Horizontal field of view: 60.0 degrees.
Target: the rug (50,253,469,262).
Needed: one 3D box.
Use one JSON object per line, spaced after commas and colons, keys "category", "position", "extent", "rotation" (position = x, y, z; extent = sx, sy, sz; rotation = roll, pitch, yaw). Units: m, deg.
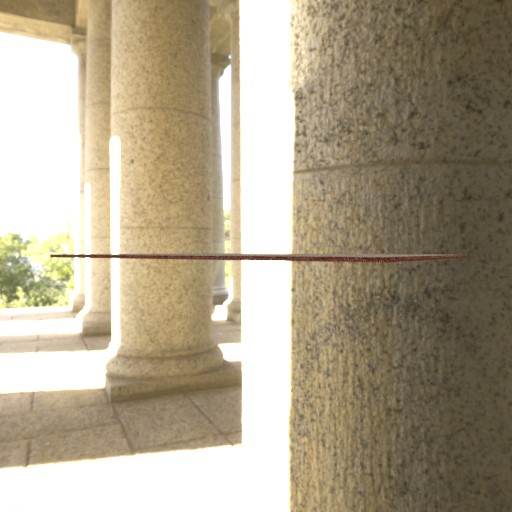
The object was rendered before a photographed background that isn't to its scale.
{"category": "rug", "position": [0.000, 0.000, 2.317], "extent": [1.829, 0.016, 1.219], "rotation": [0, 1, 36]}
